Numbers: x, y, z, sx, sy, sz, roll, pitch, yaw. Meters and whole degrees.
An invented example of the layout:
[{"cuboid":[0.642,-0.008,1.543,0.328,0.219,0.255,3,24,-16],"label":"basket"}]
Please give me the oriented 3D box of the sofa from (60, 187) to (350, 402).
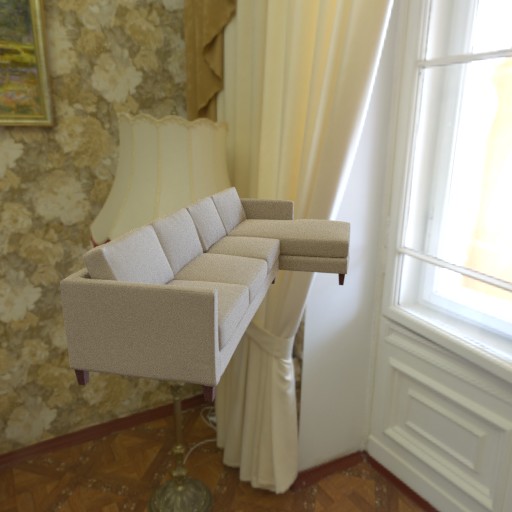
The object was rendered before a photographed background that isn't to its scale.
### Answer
[{"cuboid":[0.000,0.000,3.917,1.625,0.861,3.186,3,17,12],"label":"sofa"}]
